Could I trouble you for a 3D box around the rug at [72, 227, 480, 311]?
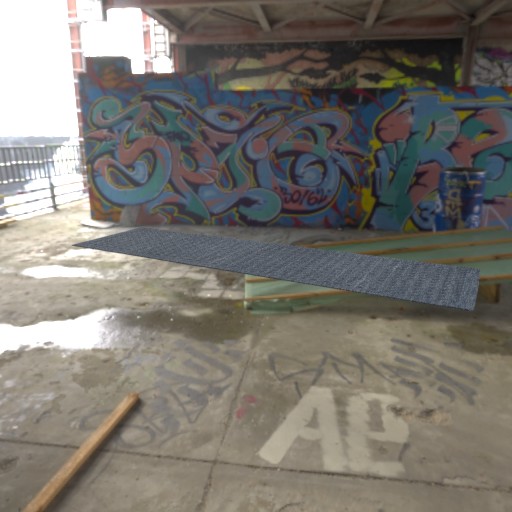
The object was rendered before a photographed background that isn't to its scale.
[{"bbox_3d":[0.000,0.000,2.703,2.443,0.008,0.688,8,17,27],"label":"rug"}]
